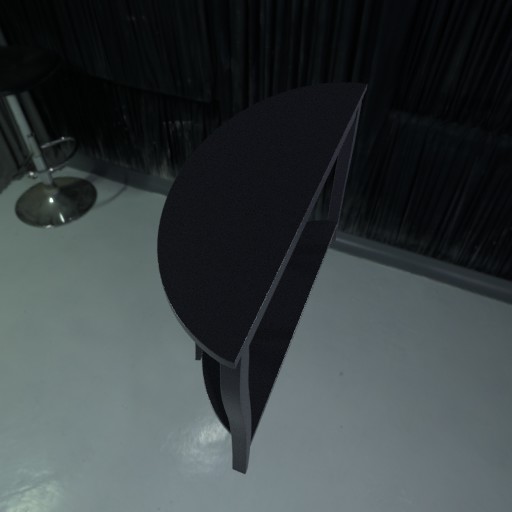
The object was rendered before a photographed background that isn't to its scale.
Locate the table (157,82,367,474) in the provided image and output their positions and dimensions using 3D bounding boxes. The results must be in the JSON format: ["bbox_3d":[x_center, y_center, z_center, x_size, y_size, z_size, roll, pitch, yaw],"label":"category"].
[{"bbox_3d":[0.000,0.000,1.570,0.394,0.780,1.219,16,49,14],"label":"table"}]
